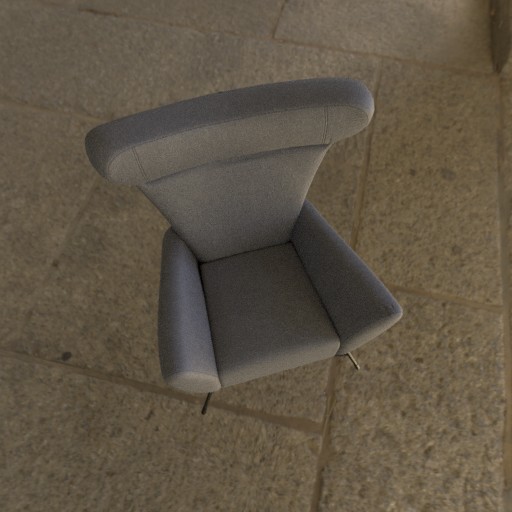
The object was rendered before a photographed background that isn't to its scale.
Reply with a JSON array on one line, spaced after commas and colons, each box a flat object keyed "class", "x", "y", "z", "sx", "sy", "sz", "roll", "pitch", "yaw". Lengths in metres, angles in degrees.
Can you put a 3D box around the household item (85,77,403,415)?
[{"class": "household item", "x": 0.000, "y": 0.000, "z": 1.770, "sx": 0.980, "sy": 1.050, "sz": 0.900, "roll": -14, "pitch": 64, "yaw": -7}]
